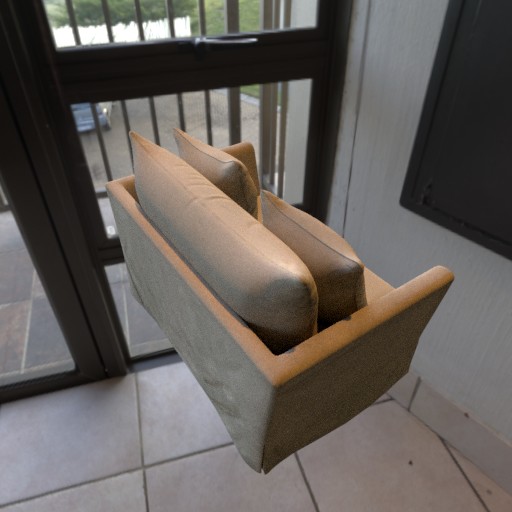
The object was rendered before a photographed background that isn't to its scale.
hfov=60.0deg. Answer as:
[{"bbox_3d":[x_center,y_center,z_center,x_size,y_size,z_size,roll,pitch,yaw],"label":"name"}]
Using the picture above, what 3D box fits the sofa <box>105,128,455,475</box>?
[{"bbox_3d":[0.000,0.000,2.314,1.035,1.040,1.608,-24,45,-26],"label":"sofa"}]
